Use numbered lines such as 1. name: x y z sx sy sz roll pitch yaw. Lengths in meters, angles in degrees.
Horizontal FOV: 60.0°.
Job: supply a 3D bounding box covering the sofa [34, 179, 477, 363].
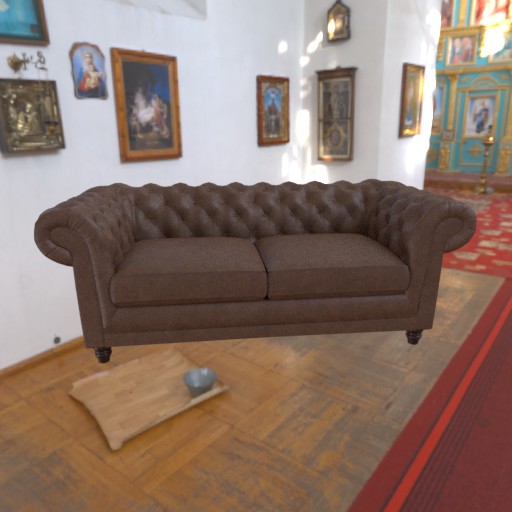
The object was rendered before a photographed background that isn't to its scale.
1. sofa: 0.000 0.000 2.507 2.048 0.784 0.955 -2 16 -7
